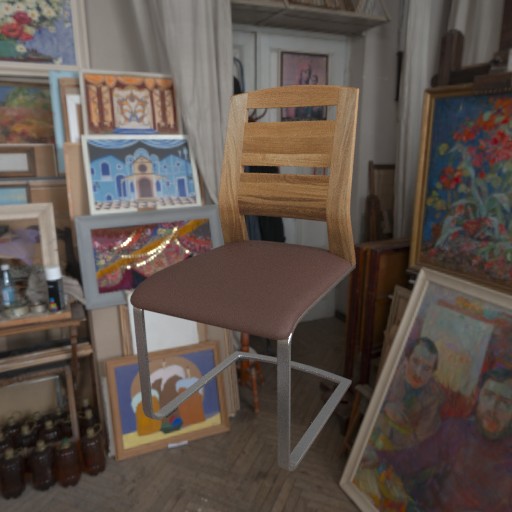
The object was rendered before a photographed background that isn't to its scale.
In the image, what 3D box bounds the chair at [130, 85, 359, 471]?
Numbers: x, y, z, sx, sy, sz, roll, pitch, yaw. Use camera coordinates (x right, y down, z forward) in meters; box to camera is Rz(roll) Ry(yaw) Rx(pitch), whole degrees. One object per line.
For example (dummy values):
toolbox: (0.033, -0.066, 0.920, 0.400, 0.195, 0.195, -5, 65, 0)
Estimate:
chair: (0.000, 0.000, 1.271, 0.460, 0.970, 0.570, 8, 16, 28)
